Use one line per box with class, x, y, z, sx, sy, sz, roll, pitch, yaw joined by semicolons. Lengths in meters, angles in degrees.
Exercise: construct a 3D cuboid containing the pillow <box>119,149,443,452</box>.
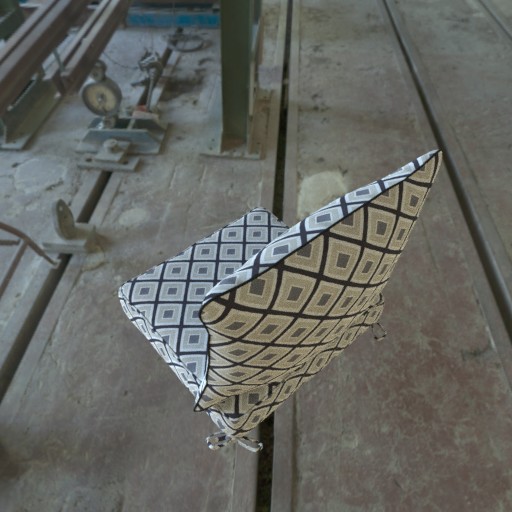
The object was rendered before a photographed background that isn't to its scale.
pillow;0.000;0.000;1.348;0.798;0.722;0.733;-33;55;-27
